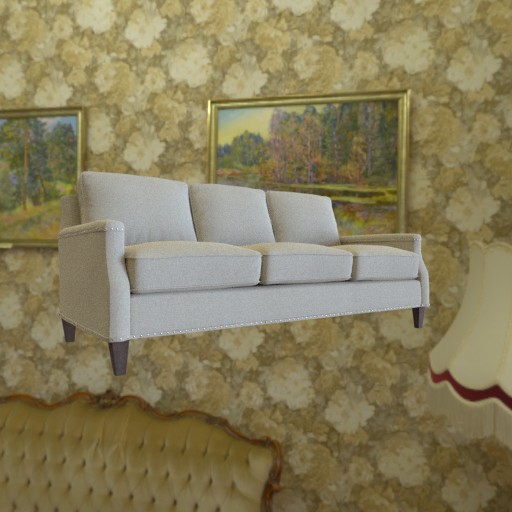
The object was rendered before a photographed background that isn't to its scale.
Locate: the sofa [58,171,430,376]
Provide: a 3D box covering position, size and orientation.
[{"bbox_3d":[0.000,0.000,2.872,2.246,1.003,1.084,0,0,-35],"label":"sofa"}]
